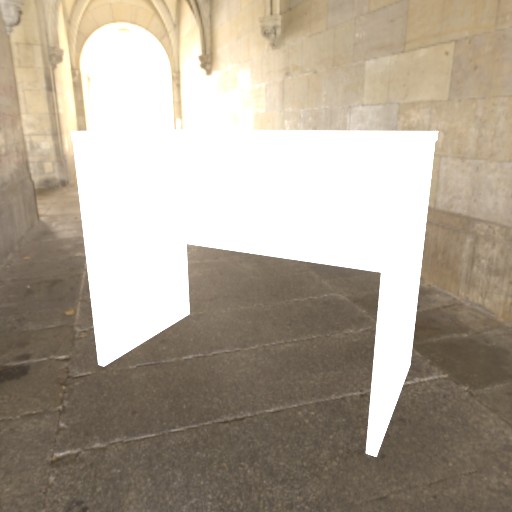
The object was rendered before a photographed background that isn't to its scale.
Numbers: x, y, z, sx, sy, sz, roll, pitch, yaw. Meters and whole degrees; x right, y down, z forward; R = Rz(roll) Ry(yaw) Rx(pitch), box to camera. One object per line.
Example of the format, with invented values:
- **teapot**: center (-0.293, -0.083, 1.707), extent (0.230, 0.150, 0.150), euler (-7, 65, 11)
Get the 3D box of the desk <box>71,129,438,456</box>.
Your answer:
- **desk**: center (0.000, 0.000, 1.344), extent (0.900, 0.729, 0.498), euler (8, 19, 26)
